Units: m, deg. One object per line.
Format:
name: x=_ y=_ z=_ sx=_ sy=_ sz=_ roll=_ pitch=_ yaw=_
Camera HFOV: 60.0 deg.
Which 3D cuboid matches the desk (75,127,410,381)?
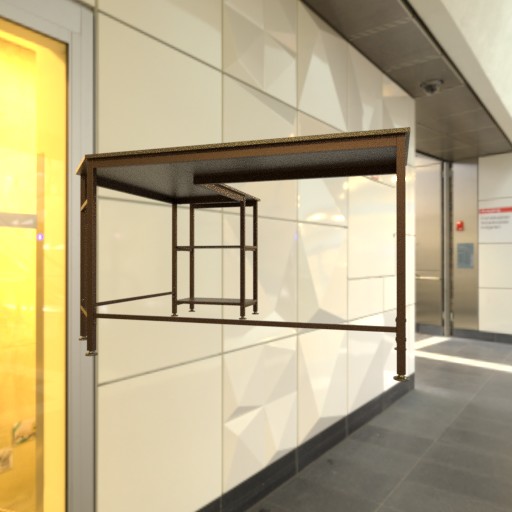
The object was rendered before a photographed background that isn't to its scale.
desk: x=0.000 y=0.000 z=2.149 sx=1.379 sy=0.739 sz=1.379 roll=0 pitch=0 yaw=18
